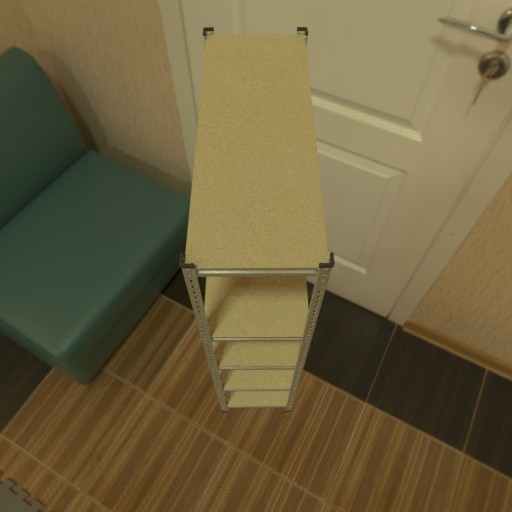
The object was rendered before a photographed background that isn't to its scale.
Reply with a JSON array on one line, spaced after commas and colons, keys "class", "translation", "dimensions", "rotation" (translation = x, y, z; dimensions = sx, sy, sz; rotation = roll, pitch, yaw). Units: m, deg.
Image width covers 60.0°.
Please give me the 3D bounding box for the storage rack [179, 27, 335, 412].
[{"class": "storage rack", "translation": [0.000, 0.000, 2.390], "dimensions": [0.457, 1.829, 1.219], "rotation": [0, 58, 0]}]
